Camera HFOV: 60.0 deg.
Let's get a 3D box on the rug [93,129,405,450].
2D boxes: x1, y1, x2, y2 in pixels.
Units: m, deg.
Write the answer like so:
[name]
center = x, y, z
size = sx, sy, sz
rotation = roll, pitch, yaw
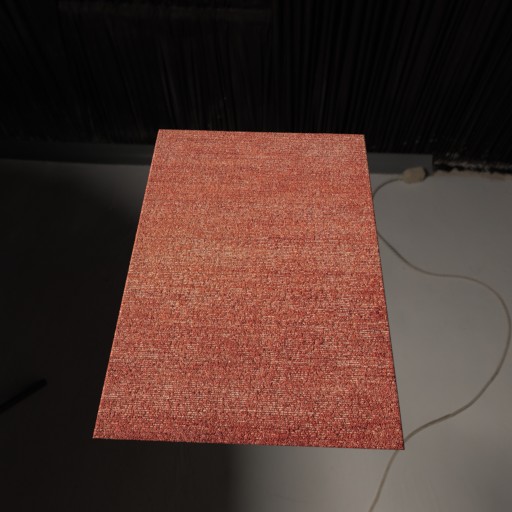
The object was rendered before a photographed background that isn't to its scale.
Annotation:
[rug]
center = 0.000, 0.000, 5.010
size = 2.803, 0.025, 3.965
rotation = 2, 58, 1
